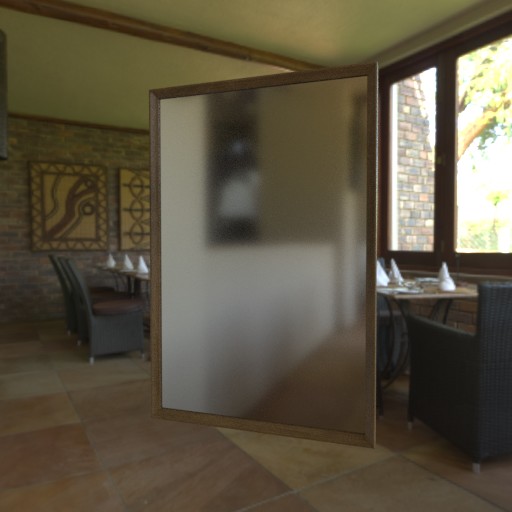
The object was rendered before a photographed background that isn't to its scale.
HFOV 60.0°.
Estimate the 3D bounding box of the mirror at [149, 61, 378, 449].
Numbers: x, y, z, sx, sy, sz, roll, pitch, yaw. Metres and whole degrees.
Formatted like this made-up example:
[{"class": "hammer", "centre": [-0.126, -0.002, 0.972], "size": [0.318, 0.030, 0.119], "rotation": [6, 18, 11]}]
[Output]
[{"class": "mirror", "centre": [0.000, 0.000, 1.159], "size": [0.609, 0.915, 0.041], "rotation": [0, 2, 18]}]
